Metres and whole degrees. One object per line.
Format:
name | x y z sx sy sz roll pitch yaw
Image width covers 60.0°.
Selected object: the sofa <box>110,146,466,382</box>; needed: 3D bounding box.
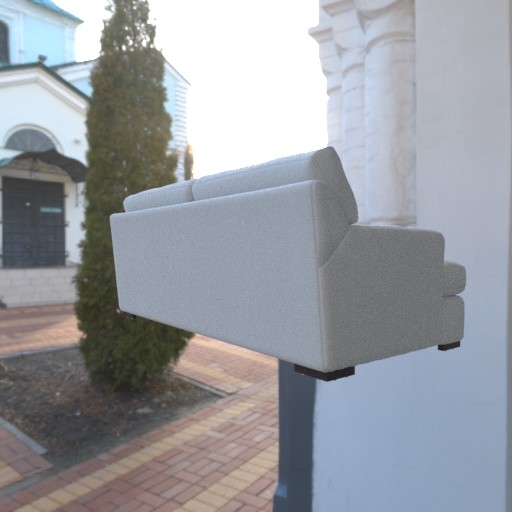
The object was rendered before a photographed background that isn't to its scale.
sofa | 0.000 0.000 2.828 1.143 0.940 2.261 -1 1 -37
